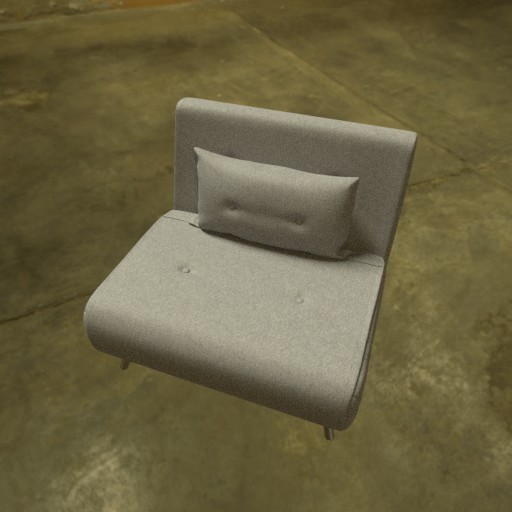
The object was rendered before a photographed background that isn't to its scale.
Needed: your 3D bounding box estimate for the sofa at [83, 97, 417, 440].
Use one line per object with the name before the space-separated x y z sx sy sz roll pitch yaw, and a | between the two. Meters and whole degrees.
sofa | 0.000 0.000 1.768 1.020 0.825 1.000 14 44 15
